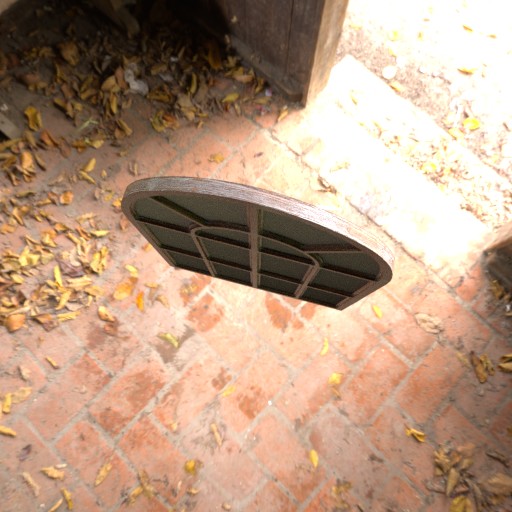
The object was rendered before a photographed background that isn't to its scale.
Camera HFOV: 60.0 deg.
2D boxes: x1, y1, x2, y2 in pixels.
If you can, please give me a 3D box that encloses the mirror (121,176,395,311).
[{"bbox_3d":[0.000,0.000,1.212,0.660,0.920,0.032,14,77,3],"label":"mirror"}]
